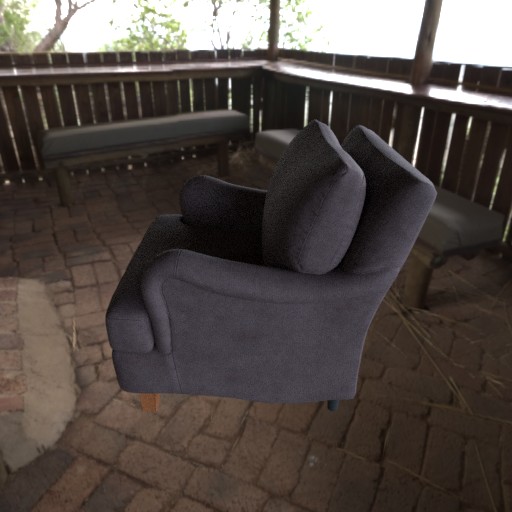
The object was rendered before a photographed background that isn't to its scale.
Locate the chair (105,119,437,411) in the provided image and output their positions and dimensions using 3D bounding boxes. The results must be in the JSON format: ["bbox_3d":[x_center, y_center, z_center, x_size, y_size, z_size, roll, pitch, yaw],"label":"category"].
[{"bbox_3d":[0.000,0.000,1.872,1.070,0.997,0.955,0,27,0],"label":"chair"}]
